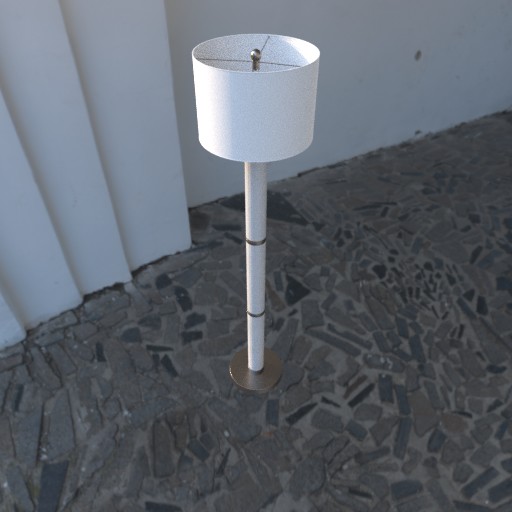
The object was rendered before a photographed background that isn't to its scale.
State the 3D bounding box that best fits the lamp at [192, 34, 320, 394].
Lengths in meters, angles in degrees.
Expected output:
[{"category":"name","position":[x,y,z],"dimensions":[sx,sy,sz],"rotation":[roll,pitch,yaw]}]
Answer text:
[{"category":"lamp","position":[0.000,0.000,1.821],"dimensions":[0.377,1.599,0.377],"rotation":[-11,42,-12]}]
